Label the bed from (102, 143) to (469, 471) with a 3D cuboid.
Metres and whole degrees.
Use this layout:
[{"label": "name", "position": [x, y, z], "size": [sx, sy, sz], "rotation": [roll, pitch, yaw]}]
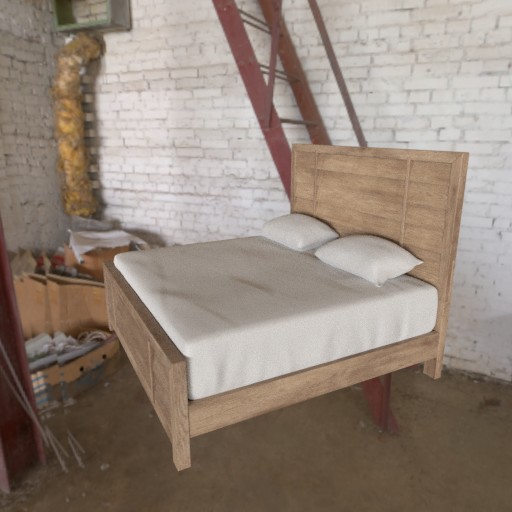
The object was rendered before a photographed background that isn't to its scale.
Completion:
[{"label": "bed", "position": [0.000, 0.000, 3.472], "size": [2.032, 1.626, 2.032], "rotation": [-8, 18, -27]}]
